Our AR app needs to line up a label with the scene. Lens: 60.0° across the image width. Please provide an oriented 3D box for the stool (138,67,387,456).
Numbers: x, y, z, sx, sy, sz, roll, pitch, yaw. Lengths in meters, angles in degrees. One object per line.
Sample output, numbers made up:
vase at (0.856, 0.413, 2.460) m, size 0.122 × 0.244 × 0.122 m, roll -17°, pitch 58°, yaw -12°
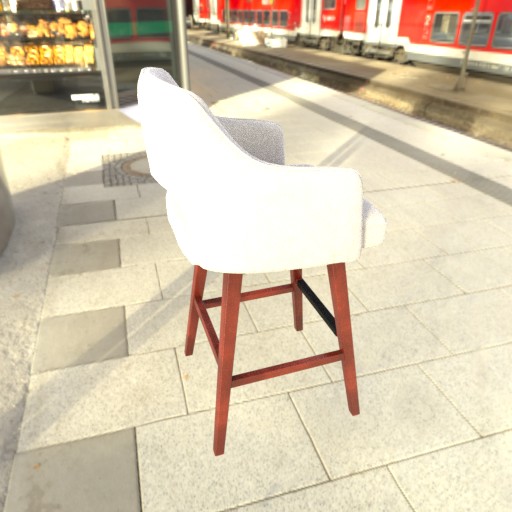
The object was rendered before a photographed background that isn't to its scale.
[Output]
stool at (0.000, 0.000, 1.291) m, size 0.558 × 1.012 × 0.548 m, roll -10°, pitch 31°, yaw -16°
